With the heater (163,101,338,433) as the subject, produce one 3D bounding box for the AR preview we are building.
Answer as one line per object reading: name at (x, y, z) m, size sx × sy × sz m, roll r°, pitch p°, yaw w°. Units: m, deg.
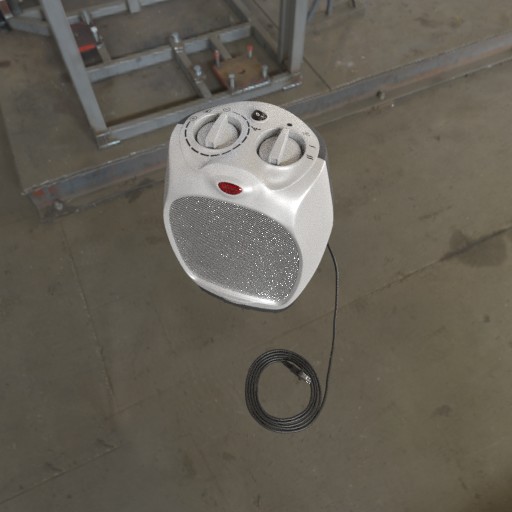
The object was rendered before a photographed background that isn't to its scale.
heater at (0.000, 0.000, 0.486) m, size 0.239 × 0.255 × 0.291 m, roll 16°, pitch 60°, yaw 10°
